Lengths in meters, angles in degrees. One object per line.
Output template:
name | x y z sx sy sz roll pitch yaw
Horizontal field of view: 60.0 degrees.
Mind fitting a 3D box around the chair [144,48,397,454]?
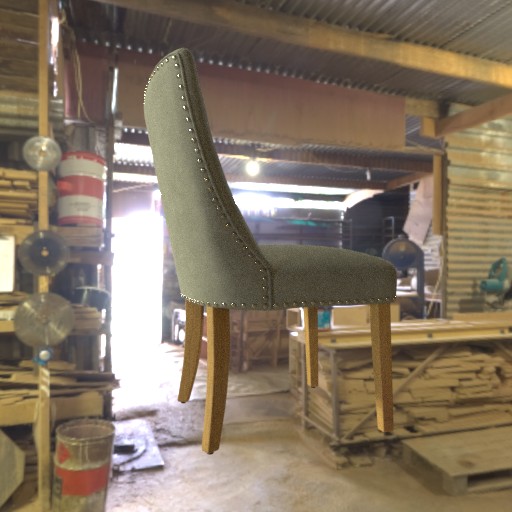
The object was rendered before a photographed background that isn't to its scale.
chair | 0.000 0.000 1.245 0.610 0.902 0.495 0 -1 -18
